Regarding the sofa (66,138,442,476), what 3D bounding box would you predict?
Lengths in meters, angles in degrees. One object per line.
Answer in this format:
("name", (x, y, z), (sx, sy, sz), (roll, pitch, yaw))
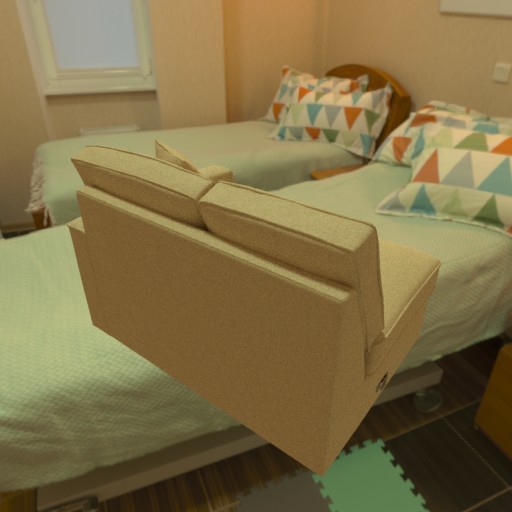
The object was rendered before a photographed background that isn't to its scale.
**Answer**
("sofa", (0.000, 0.000, 2.000), (1.388, 0.989, 0.991), (22, 37, 32))
